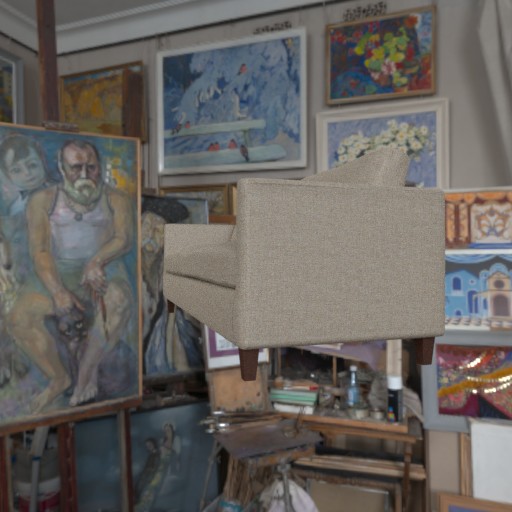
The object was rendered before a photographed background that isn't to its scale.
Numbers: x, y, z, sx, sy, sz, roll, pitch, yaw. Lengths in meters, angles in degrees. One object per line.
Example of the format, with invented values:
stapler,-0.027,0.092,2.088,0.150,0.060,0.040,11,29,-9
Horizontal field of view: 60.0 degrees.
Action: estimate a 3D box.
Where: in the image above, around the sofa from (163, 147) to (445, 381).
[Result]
sofa,0.000,0.000,2.897,0.951,0.965,2.434,0,0,-18
